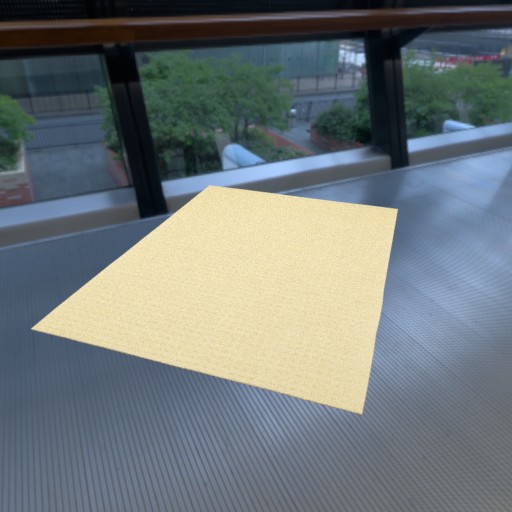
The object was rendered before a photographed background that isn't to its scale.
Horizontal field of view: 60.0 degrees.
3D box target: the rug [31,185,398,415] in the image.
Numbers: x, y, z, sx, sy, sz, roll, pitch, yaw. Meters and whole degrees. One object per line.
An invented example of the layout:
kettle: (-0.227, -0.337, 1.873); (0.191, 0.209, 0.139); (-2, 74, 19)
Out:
rug: (0.000, 0.000, 4.273); (2.452, 0.016, 3.204); (10, 31, 17)
